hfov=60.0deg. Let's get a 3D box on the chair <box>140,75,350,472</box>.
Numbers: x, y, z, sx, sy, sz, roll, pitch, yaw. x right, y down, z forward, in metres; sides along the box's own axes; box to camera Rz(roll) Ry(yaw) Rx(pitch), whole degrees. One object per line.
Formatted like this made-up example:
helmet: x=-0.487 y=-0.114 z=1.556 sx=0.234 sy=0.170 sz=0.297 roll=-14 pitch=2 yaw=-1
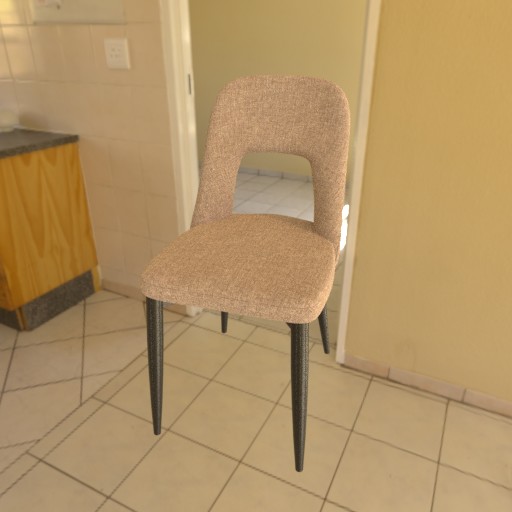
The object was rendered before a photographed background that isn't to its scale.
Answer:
chair: x=0.000 y=0.000 z=1.275 sx=0.470 sy=0.931 sz=0.612 roll=8 pitch=27 yaw=15
